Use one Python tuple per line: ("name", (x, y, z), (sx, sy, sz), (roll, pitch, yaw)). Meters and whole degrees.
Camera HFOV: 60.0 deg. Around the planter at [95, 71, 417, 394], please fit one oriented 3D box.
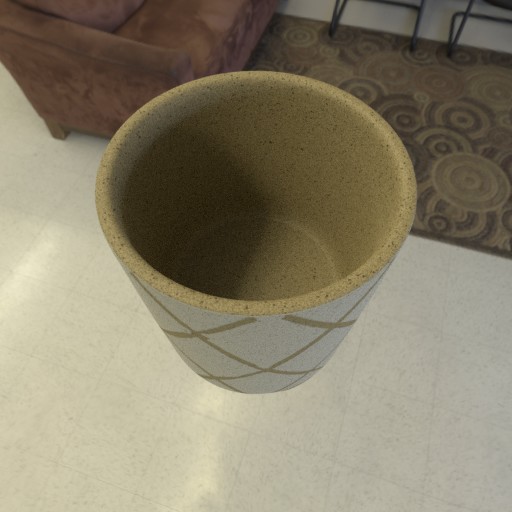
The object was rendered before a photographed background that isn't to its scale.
("planter", (0.000, 0.000, 0.416), (0.228, 0.235, 0.228), (0, 58, 0))
